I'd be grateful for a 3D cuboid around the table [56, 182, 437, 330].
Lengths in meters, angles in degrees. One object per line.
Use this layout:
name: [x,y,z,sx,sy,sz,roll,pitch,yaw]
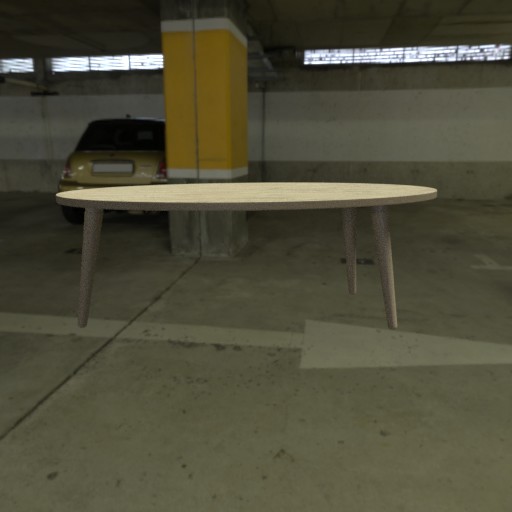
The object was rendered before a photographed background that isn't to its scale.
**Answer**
table: [0.000,0.000,1.325,1.083,0.390,0.542,-2,14,-9]
